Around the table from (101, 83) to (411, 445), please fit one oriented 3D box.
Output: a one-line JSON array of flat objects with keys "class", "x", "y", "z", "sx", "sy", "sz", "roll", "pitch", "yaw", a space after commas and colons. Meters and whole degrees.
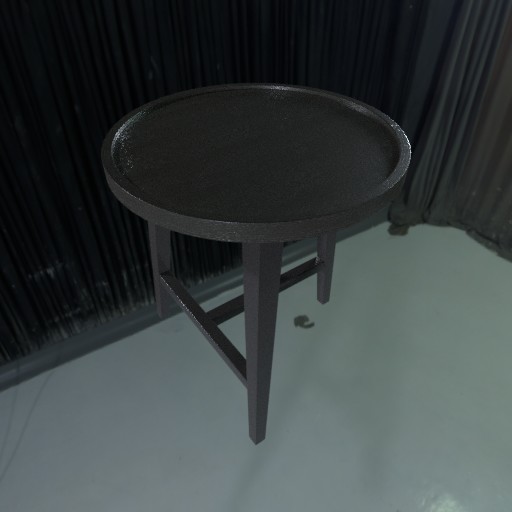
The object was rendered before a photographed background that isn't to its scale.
[{"class": "table", "x": 0.000, "y": 0.000, "z": 0.912, "sx": 0.500, "sy": 0.531, "sz": 0.500, "roll": 0, "pitch": 40, "yaw": 0}]
